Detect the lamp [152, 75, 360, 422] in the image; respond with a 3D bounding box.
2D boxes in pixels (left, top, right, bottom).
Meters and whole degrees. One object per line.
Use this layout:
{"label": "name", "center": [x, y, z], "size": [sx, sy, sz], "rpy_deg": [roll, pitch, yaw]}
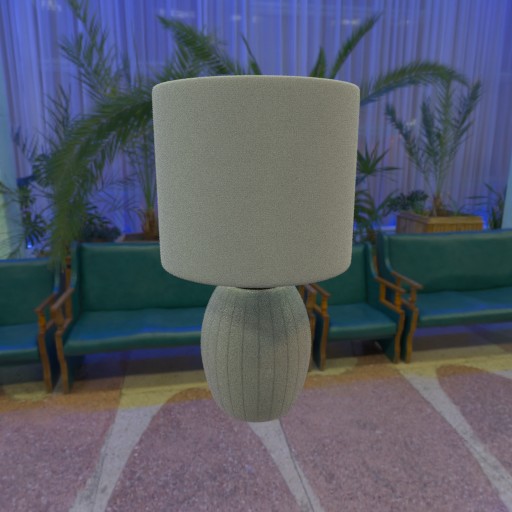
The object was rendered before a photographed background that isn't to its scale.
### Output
{"label": "lamp", "center": [0.000, 0.000, 0.780], "size": [0.328, 0.570, 0.328], "rpy_deg": [0, 14, 0]}
